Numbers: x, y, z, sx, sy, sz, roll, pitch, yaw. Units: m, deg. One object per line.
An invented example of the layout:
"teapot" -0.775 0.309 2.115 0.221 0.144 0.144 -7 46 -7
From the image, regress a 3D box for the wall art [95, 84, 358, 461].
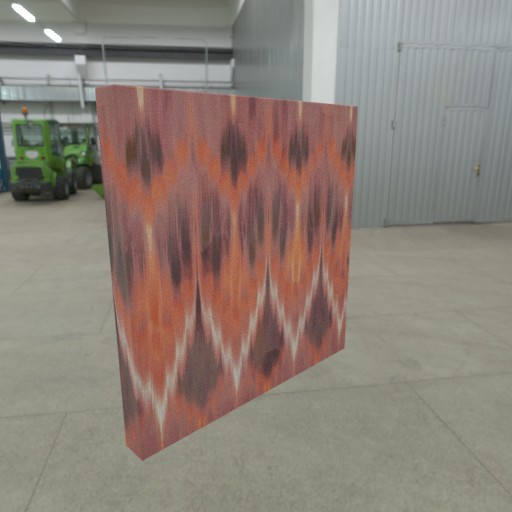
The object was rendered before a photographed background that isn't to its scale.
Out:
"wall art" 0.000 0.000 0.606 0.403 0.406 0.038 -14 20 -43
